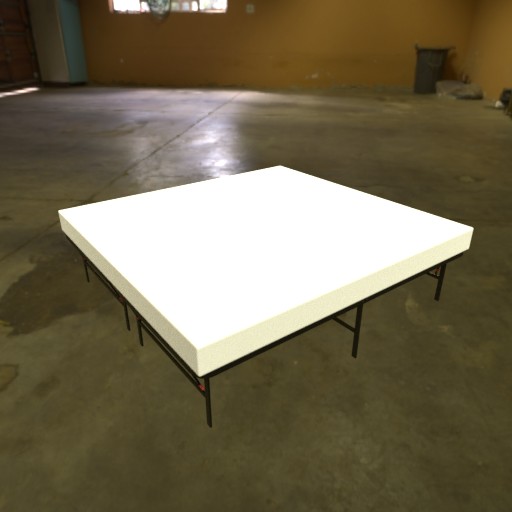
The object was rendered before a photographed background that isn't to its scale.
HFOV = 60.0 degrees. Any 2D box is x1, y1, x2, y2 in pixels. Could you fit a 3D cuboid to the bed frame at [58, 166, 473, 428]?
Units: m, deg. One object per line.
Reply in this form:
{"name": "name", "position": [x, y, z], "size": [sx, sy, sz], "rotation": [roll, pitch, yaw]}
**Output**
{"name": "bed frame", "position": [0.000, 0.000, 3.095], "size": [2.032, 0.559, 1.930], "rotation": [-18, 32, -33]}
